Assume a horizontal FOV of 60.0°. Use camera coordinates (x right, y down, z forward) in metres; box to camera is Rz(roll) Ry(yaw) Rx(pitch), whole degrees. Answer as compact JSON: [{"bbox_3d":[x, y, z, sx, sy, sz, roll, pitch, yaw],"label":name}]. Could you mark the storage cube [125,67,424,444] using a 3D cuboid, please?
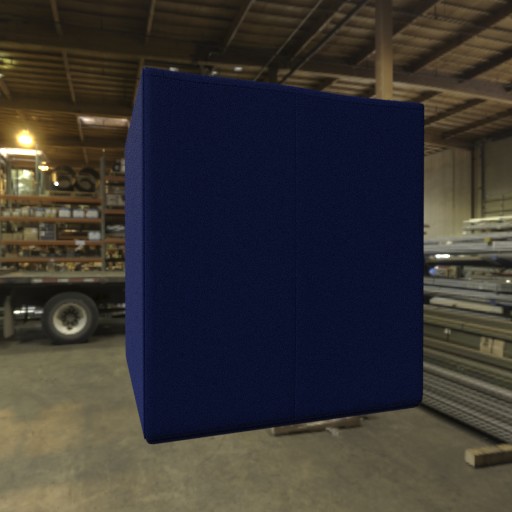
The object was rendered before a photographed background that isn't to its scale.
[{"bbox_3d":[0.000,0.000,0.492,0.270,0.280,0.270,0,1,-19],"label":"storage cube"}]
